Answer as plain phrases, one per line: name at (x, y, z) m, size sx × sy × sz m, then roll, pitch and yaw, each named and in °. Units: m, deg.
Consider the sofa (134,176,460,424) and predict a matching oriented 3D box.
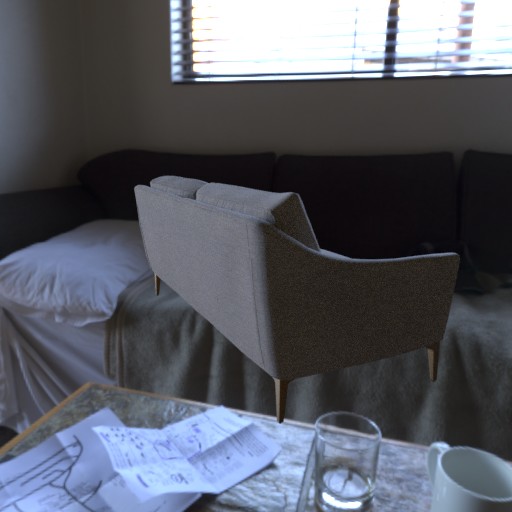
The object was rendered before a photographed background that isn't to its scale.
sofa at (0.000, 0.000, 2.617) m, size 0.980 × 0.913 × 2.036 m, roll -7°, pitch 15°, yaw -27°
